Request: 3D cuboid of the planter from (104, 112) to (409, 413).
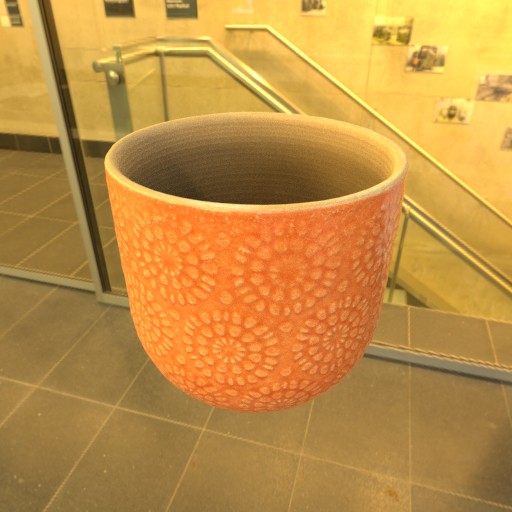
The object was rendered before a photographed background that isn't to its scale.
[{"bbox_3d":[0.000,0.000,0.288,0.170,0.152,0.170,0,32,0],"label":"planter"}]
